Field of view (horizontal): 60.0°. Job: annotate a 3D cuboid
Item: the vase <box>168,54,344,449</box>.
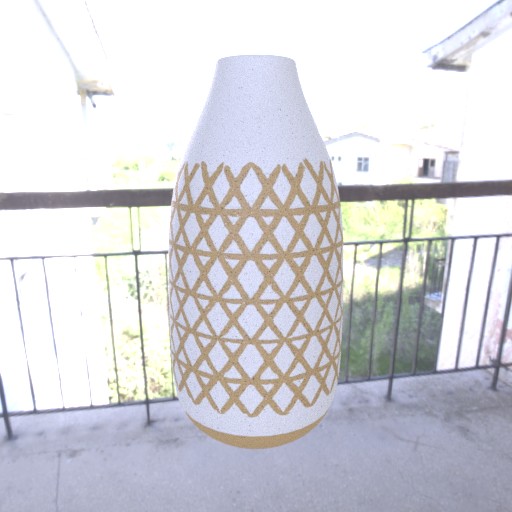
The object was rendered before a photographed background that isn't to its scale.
[{"bbox_3d":[0.000,0.000,0.467,0.186,0.380,0.186,0,15,0],"label":"vase"}]
